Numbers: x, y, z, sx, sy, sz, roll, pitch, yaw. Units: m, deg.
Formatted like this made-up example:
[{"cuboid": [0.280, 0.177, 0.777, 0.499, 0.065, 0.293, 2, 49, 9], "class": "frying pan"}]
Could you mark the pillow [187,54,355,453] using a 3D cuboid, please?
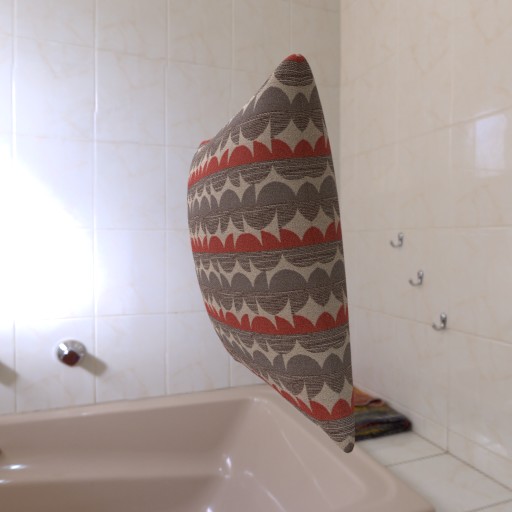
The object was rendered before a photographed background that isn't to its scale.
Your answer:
[{"cuboid": [0.000, 0.000, 0.633, 0.180, 0.410, 0.420, -1, 2, -19], "class": "pillow"}]
